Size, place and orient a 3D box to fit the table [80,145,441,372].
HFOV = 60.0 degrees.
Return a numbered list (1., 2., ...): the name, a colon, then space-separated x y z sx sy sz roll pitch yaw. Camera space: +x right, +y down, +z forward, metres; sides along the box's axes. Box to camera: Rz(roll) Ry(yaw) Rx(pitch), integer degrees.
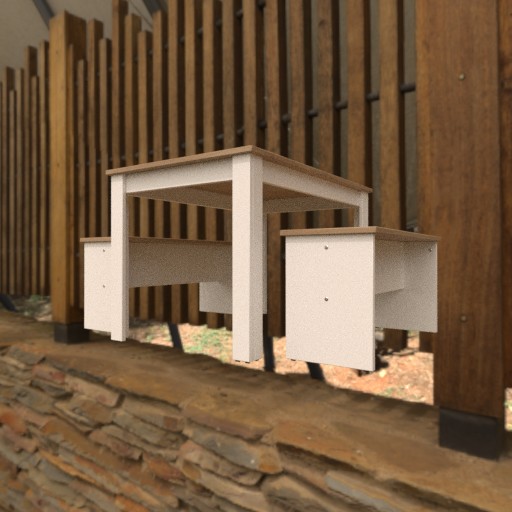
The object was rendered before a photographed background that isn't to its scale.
1. table: 0.000 0.000 2.061 1.443 0.700 1.100 0 0 34
